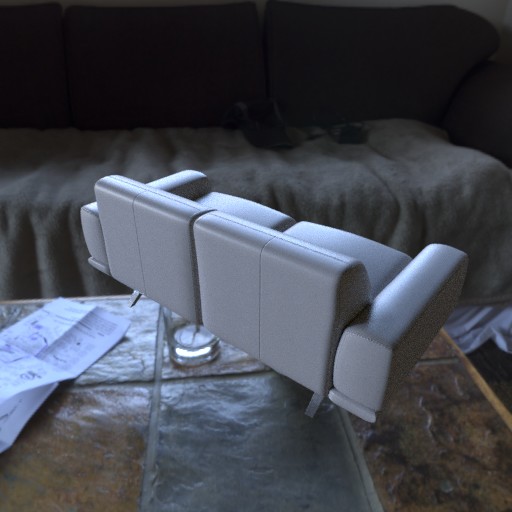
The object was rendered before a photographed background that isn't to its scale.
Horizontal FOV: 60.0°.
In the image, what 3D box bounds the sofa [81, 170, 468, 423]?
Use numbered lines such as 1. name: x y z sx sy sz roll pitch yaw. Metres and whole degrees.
1. sofa: 0.000 0.000 2.363 1.901 0.772 0.900 22 37 33
